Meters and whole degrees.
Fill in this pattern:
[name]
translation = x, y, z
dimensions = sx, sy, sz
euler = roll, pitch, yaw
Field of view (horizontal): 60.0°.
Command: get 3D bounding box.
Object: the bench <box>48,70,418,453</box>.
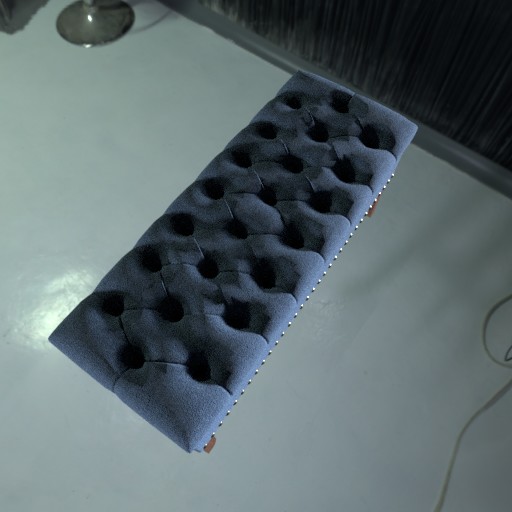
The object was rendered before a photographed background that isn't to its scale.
[bench]
translation = 0.000, 0.000, 1.311
dimensions = 0.417, 0.492, 1.052
euler = 32, 67, 15
